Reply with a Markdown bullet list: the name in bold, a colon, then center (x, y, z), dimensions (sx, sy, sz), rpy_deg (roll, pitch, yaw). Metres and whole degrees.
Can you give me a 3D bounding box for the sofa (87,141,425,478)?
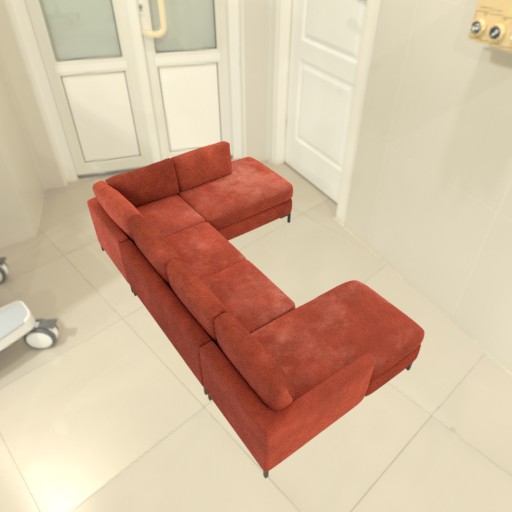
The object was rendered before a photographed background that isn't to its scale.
- **sofa**: center (0.000, 0.000, 3.931), dimensions (1.981, 0.858, 2.971), rpy_deg (-25, 47, -26)
